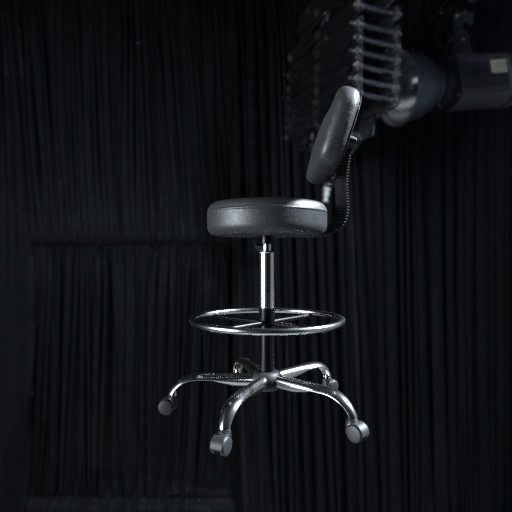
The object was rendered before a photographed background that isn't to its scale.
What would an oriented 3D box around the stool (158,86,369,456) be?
[{"bbox_3d":[0.000,0.000,1.510,0.658,1.069,0.694,0,0,0],"label":"stool"}]
